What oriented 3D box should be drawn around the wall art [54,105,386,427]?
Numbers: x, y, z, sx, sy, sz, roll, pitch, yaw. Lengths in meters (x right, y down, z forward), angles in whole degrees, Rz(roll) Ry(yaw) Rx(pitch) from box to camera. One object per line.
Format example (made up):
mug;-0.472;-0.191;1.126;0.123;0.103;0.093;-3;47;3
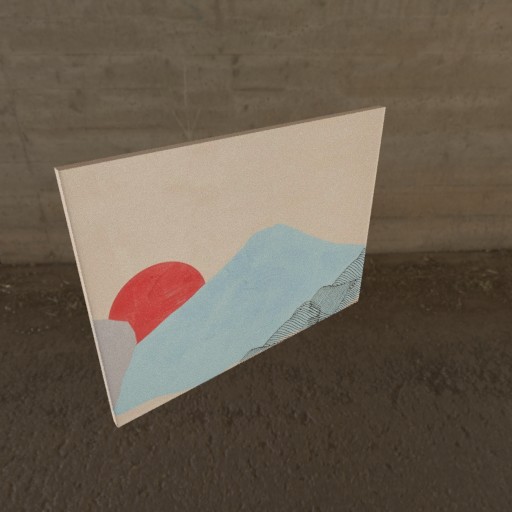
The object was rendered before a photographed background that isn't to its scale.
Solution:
wall art;0.000;0.000;1.622;1.219;0.912;0.042;-21;36;-32
